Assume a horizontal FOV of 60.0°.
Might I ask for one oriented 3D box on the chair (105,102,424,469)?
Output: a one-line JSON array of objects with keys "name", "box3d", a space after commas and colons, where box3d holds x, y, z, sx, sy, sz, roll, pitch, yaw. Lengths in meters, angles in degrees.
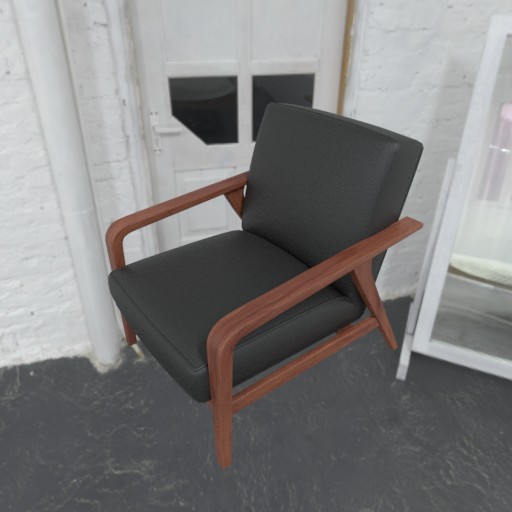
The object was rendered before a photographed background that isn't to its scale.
[{"name": "chair", "box3d": [0.000, 0.000, 1.521, 0.889, 0.861, 0.719, -22, 39, -31]}]
